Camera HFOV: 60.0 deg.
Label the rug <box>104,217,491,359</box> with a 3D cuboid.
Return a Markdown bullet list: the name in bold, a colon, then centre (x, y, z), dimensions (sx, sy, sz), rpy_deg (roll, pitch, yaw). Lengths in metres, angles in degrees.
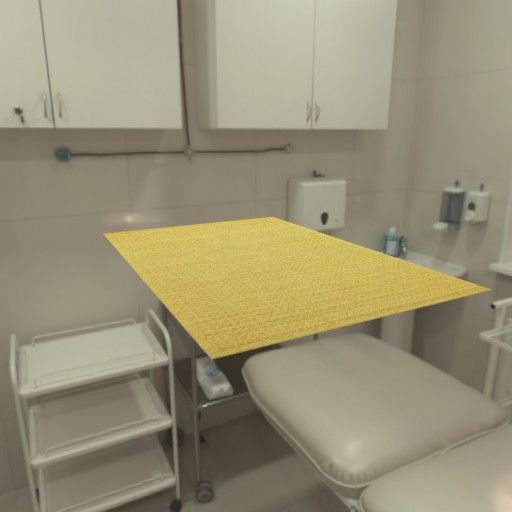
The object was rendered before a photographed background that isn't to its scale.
- **rug**: centre (0.000, 0.000, 3.709), dimensions (1.981, 0.006, 2.895), rpy_deg (-8, 18, -27)
